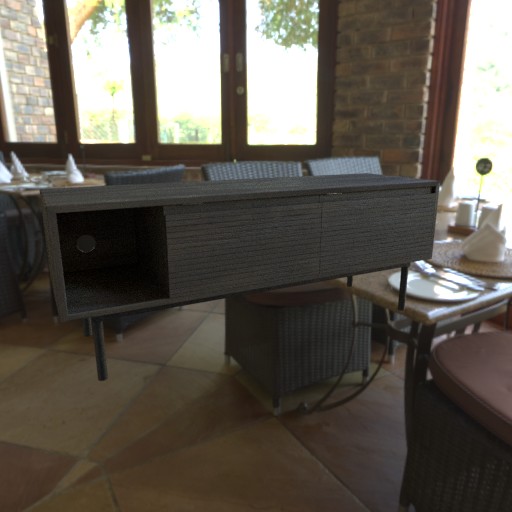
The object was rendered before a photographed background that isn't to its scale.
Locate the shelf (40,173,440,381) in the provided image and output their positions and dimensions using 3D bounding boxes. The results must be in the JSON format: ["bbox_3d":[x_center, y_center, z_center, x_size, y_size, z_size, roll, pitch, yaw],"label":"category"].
[{"bbox_3d":[0.000,0.000,1.549,1.300,0.495,0.400,-8,17,-26],"label":"shelf"}]
